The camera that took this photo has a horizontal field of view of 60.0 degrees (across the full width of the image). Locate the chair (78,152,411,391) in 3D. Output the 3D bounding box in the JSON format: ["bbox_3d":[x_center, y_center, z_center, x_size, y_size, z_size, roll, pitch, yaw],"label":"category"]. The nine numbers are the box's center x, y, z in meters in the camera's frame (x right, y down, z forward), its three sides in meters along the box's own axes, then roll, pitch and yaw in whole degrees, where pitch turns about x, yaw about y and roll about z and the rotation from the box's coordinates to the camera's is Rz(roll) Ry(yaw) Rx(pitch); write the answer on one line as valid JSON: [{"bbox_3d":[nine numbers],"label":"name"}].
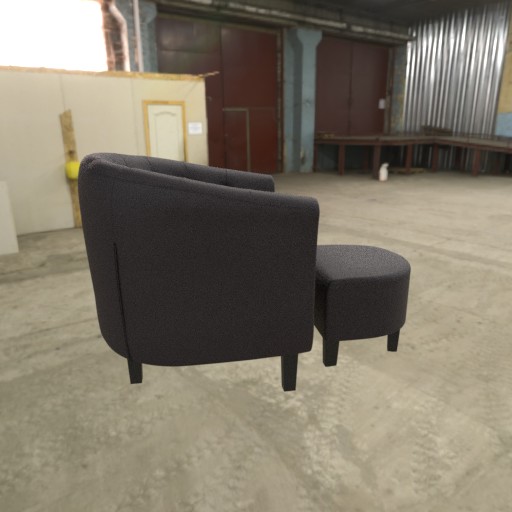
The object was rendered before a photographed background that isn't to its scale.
[{"bbox_3d":[0.000,0.000,1.657,1.191,0.760,0.763,-3,16,-9],"label":"chair"}]
